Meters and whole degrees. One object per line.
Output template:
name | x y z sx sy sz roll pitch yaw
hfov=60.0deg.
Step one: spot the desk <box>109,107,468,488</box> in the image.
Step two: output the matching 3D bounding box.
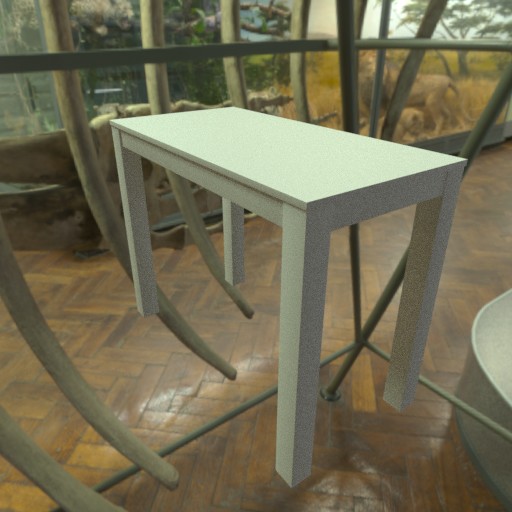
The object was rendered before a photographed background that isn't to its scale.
desk | 0.000 0.000 1.428 0.497 0.762 0.990 -18 32 -31
